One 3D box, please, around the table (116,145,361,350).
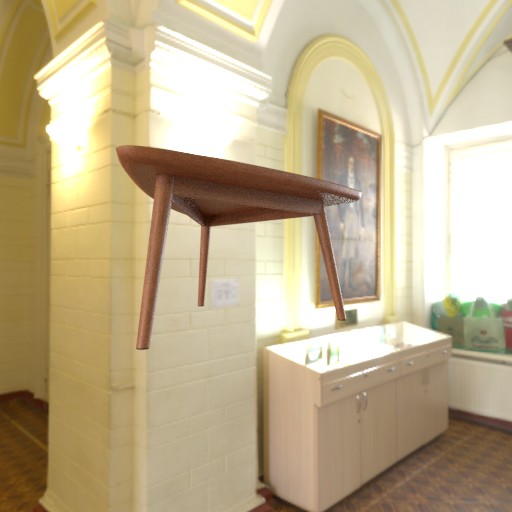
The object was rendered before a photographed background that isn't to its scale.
[{"bbox_3d":[0.000,0.000,1.266,0.601,0.365,1.008,0,-1,0],"label":"table"}]
